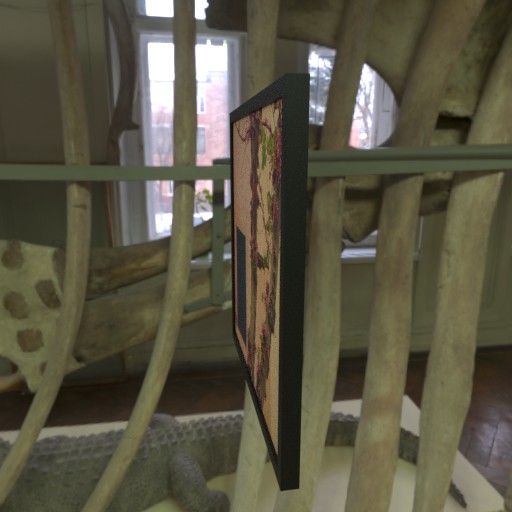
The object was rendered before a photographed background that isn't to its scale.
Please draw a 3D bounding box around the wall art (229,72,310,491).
[{"bbox_3d":[0.000,0.000,1.142,0.038,0.762,0.762,-2,13,-10],"label":"wall art"}]
